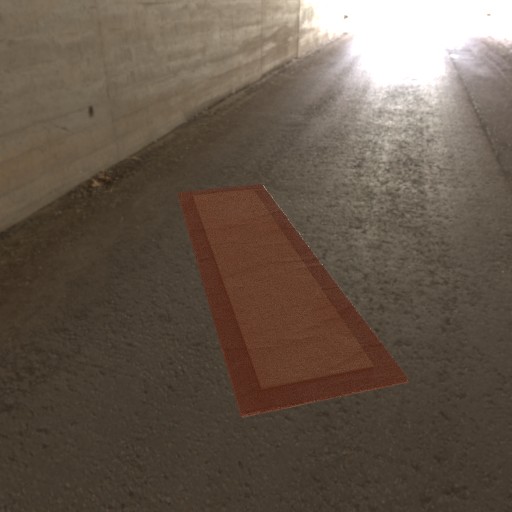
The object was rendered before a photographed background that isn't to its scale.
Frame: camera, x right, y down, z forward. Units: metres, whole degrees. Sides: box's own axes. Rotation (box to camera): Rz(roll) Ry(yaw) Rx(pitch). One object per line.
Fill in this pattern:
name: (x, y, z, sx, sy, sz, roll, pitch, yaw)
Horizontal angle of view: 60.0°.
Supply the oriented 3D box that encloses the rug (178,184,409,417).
rug: (0.000, 0.000, 2.865, 0.914, 0.013, 2.471, -10, 32, -16)
